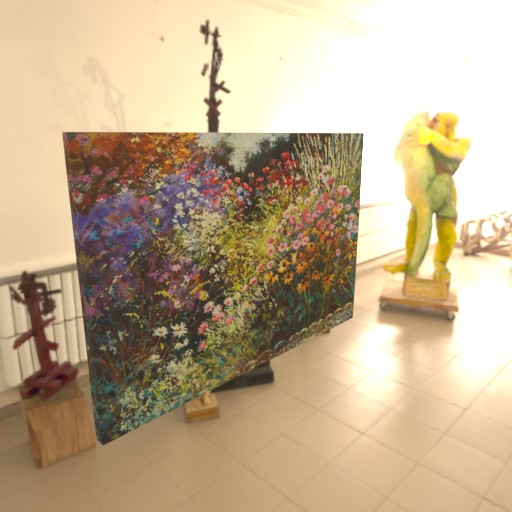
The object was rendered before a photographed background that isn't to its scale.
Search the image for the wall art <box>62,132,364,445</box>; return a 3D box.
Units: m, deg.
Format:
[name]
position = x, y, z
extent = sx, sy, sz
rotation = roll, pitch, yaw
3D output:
[wall art]
position = 0.000, 0.000, 1.417
extent = 0.042, 0.760, 1.136
rotation = 15, 21, 43
